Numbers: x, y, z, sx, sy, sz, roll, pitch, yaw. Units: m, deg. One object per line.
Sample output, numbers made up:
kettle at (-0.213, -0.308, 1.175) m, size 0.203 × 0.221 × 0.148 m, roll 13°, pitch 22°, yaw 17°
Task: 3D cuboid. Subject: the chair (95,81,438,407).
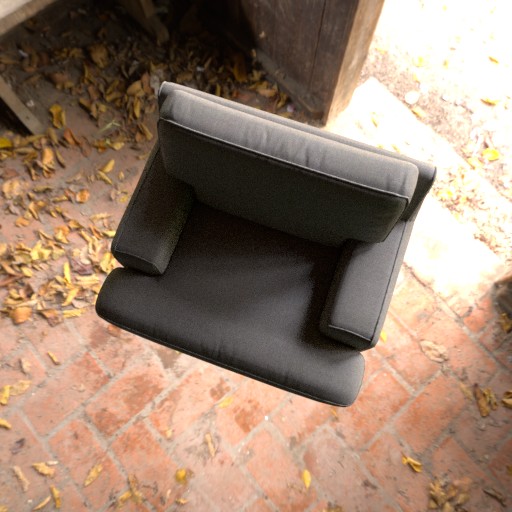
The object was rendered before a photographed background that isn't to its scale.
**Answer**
chair at (0.000, 0.000, 2.041) m, size 1.270 × 0.974 × 1.043 m, roll 19°, pitch 76°, yaw 5°
